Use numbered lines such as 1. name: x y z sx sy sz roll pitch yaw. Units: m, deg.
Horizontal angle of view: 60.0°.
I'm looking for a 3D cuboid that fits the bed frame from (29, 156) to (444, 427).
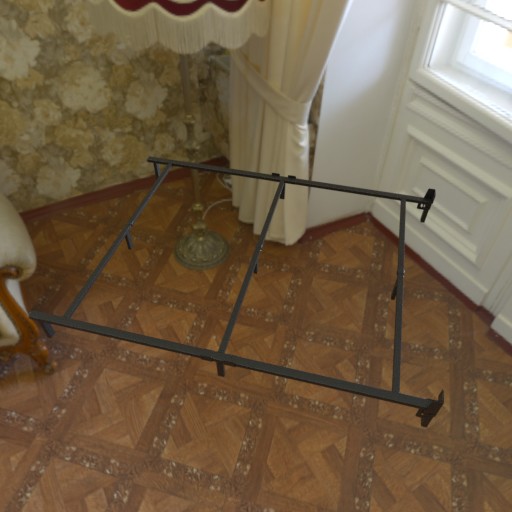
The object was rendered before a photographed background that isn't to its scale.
1. bed frame: 0.000 0.000 2.597 1.990 0.248 1.498 10 47 10
